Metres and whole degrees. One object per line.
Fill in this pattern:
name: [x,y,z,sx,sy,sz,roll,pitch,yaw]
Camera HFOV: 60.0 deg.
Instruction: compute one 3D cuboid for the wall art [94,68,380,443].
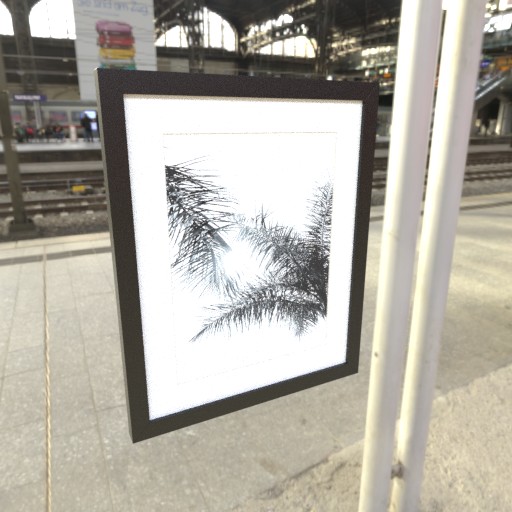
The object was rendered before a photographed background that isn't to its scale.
wall art: [0.000,0.000,0.741,0.457,0.557,0.028,-8,19,-26]
